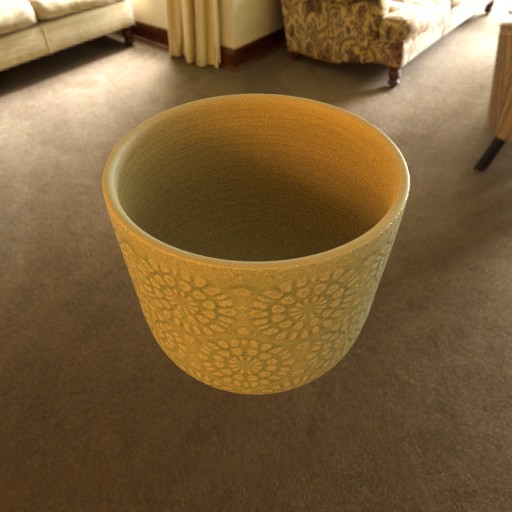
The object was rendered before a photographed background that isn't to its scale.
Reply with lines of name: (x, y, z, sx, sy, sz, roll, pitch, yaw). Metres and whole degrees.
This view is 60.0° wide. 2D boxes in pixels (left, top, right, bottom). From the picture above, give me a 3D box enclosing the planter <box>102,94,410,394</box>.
planter: (0.000, 0.000, 0.303, 0.169, 0.153, 0.169, 0, 45, 0)
